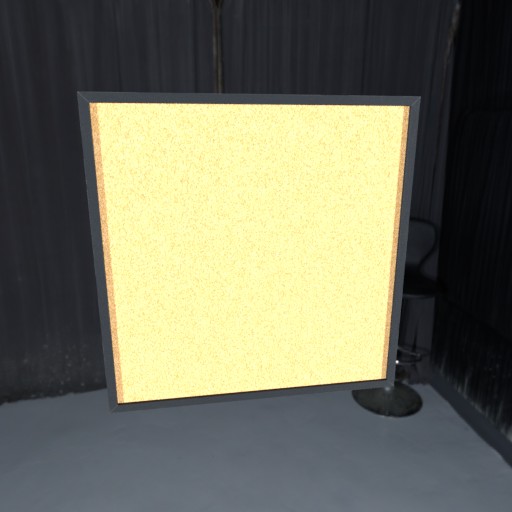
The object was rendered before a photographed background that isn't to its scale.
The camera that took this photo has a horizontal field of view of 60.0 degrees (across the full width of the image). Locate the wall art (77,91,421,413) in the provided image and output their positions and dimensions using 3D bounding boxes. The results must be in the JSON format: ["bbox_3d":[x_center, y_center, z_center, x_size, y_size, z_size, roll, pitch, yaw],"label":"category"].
[{"bbox_3d":[0.000,0.000,0.448,0.305,0.305,0.037,-3,16,-9],"label":"wall art"}]
